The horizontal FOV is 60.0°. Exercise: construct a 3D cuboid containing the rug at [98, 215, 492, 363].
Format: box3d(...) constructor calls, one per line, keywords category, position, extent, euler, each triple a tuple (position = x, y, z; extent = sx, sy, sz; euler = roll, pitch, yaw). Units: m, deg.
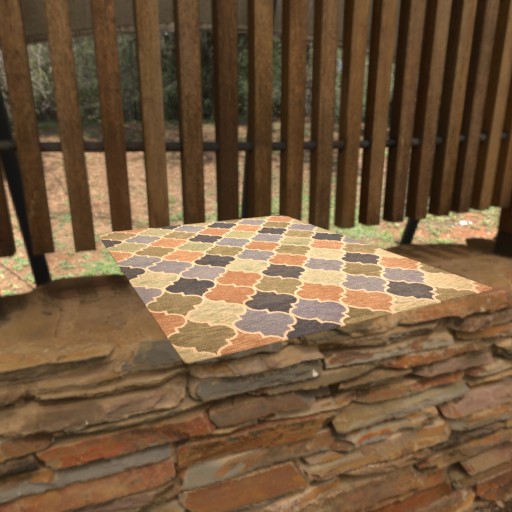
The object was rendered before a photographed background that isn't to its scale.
box3d(category="rug", position=(0.000, 0.000, 4.205), extent=(2.439, 0.013, 3.200), euler=(-8, 18, -26))
